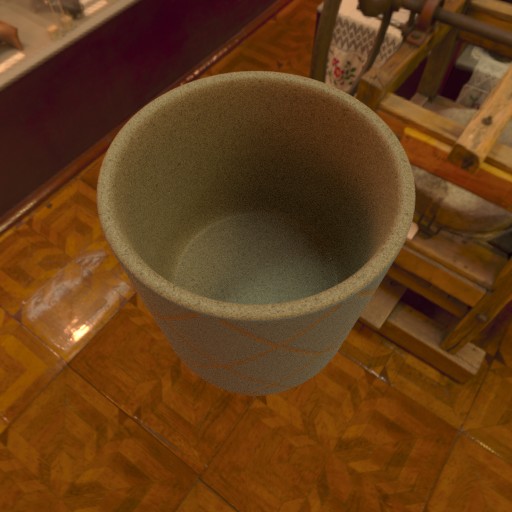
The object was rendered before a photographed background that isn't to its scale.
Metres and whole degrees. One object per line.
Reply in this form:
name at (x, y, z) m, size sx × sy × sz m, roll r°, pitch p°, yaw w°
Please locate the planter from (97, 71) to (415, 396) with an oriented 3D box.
planter at (0.000, 0.000, 0.353) m, size 0.191 × 0.200 × 0.191 m, roll 0°, pitch 60°, yaw 0°
